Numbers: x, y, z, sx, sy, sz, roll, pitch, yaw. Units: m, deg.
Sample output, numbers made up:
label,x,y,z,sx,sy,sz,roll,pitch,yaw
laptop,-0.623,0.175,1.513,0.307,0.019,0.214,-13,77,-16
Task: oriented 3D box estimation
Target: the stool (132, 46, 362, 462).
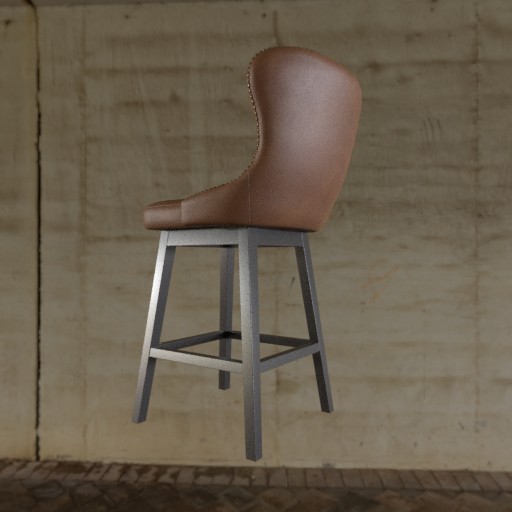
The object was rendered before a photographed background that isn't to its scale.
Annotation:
label,x,y,z,sx,sy,sz,roll,pitch,yaw
stool,0.000,0.000,1.304,0.593,0.971,0.528,0,0,35
